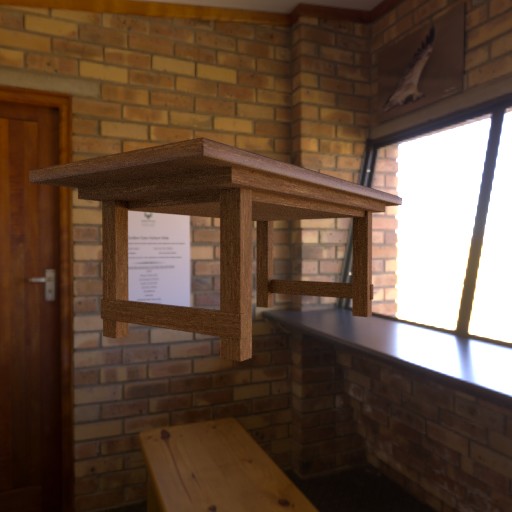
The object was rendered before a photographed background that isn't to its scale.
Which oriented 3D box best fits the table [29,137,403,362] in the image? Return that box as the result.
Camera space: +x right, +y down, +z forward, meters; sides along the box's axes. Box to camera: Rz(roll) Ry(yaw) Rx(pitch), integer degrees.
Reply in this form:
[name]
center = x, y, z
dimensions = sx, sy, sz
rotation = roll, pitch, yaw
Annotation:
[table]
center = 0.000, 0.000, 2.437
dimensions = 1.000, 0.762, 1.982
rotation = 1, 1, 35
